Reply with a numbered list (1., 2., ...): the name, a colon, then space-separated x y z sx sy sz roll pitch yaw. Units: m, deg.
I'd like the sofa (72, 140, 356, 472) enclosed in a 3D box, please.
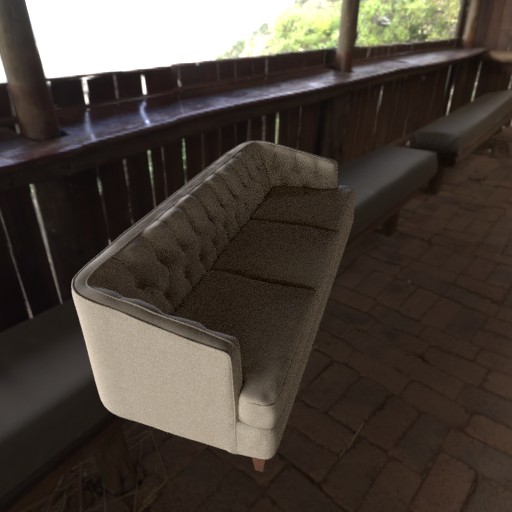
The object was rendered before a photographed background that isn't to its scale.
1. sofa: 0.000 0.000 2.650 0.913 0.788 2.235 10 32 16
